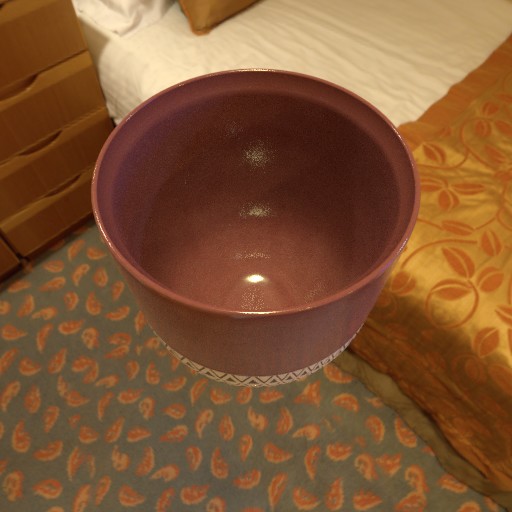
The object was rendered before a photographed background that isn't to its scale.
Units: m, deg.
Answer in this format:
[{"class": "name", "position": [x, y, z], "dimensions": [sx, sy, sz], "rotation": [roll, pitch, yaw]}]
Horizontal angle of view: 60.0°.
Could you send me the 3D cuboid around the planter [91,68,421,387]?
[{"class": "planter", "position": [0.000, 0.000, 0.476], "dimensions": [0.266, 0.270, 0.266], "rotation": [0, 57, 0]}]
